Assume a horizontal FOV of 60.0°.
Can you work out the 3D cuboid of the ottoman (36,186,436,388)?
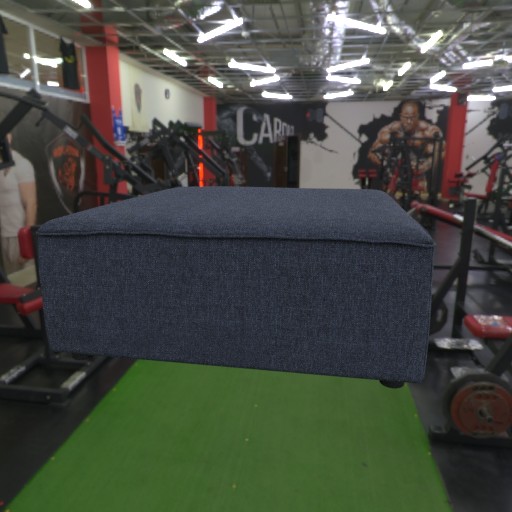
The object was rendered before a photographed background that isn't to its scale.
[{"bbox_3d":[0.000,0.000,1.578,1.017,0.423,1.023,3,14,10],"label":"ottoman"}]
